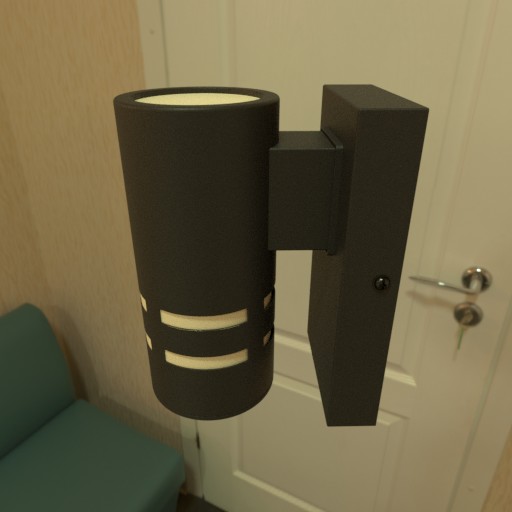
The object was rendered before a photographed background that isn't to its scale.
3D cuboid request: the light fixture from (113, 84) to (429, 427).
[{"bbox_3d":[0.000,0.000,0.259,0.138,0.179,0.098,-1,27,-1],"label":"light fixture"}]
